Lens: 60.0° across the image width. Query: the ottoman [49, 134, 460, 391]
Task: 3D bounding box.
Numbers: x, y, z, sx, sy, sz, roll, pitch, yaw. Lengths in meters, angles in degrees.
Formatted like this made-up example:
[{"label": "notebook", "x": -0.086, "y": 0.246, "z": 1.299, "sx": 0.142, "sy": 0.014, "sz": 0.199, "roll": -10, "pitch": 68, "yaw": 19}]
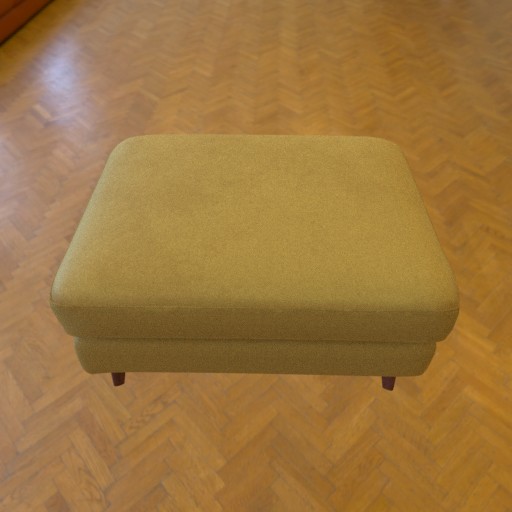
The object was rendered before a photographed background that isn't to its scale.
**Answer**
[{"label": "ottoman", "x": 0.000, "y": 0.000, "z": 1.137, "sx": 0.811, "sy": 0.449, "sz": 0.608, "roll": 1, "pitch": 46, "yaw": 1}]
